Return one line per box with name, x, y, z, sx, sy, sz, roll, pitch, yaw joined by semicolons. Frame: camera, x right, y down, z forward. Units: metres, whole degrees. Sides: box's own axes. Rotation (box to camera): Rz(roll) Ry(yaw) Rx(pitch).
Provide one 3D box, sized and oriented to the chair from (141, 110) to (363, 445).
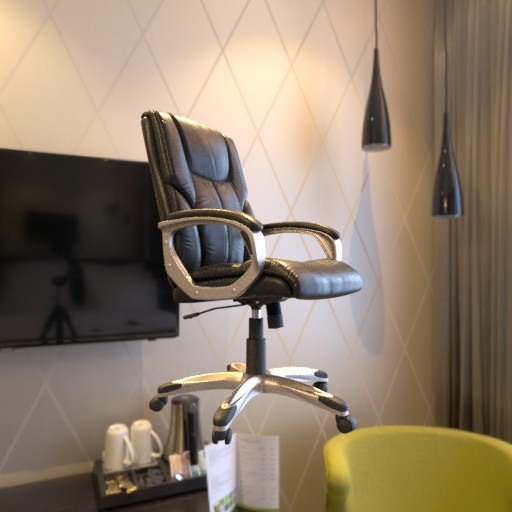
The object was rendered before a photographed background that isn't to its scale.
chair;0.000;0.000;1.657;0.780;1.145;0.700;-1;-1;36
